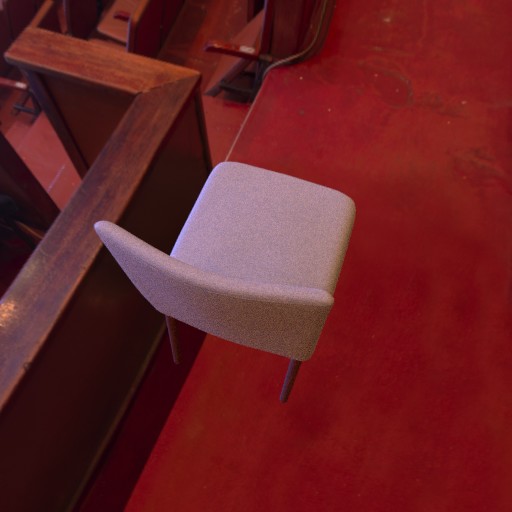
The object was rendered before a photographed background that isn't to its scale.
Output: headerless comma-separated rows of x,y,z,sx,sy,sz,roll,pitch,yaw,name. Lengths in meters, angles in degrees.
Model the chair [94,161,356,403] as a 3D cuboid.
0.000,0.000,1.199,0.456,0.859,0.570,18,65,9,chair
